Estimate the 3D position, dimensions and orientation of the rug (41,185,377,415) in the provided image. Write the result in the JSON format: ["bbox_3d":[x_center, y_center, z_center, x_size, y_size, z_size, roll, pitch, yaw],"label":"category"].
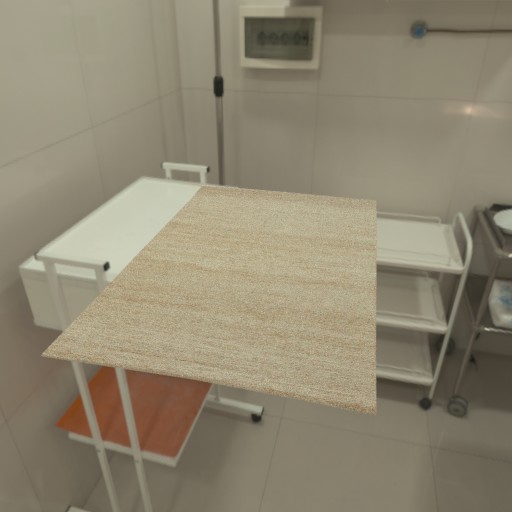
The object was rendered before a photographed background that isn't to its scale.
[{"bbox_3d":[0.000,0.000,2.962,1.574,0.029,2.346,7,30,12],"label":"rug"}]
